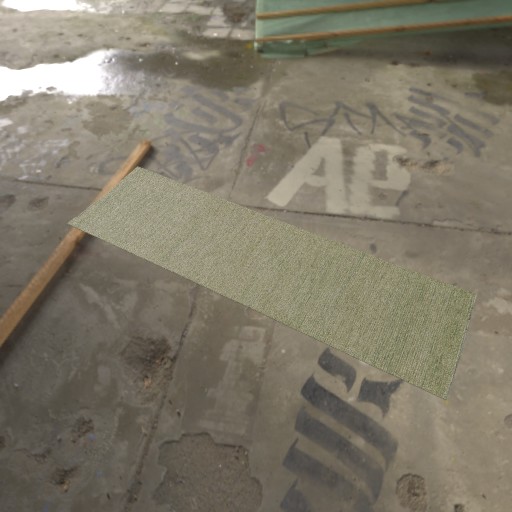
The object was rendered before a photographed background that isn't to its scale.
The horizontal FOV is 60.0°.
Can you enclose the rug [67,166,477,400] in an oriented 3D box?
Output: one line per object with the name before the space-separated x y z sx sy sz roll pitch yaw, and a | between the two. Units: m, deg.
rug | 0.000 0.000 2.558 2.340 0.013 0.686 23 51 20
